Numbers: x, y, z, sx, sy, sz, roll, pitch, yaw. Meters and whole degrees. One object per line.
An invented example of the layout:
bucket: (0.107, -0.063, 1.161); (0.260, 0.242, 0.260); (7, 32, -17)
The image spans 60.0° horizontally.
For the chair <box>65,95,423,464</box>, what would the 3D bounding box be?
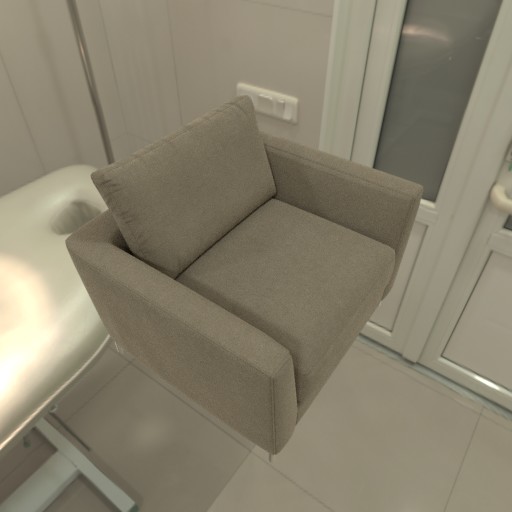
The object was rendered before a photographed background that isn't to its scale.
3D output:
chair: (0.000, 0.000, 1.686); (0.889, 0.864, 1.041); (26, 49, 25)
